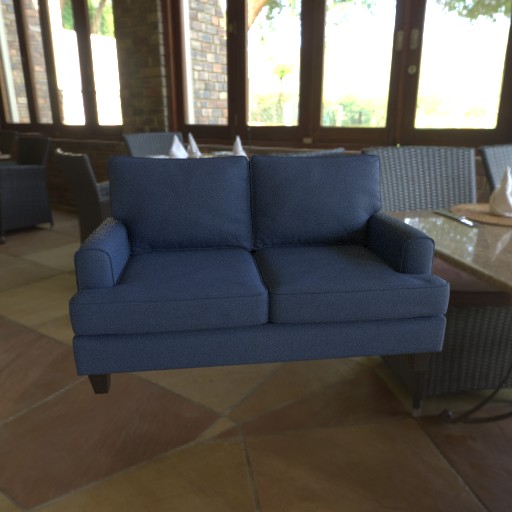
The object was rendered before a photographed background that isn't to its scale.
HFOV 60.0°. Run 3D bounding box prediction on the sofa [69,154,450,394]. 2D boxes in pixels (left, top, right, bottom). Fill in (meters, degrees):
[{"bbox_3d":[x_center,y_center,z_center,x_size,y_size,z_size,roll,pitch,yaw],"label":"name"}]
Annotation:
[{"bbox_3d":[0.000,0.000,2.264,1.651,0.965,0.965,-2,17,-7],"label":"sofa"}]
